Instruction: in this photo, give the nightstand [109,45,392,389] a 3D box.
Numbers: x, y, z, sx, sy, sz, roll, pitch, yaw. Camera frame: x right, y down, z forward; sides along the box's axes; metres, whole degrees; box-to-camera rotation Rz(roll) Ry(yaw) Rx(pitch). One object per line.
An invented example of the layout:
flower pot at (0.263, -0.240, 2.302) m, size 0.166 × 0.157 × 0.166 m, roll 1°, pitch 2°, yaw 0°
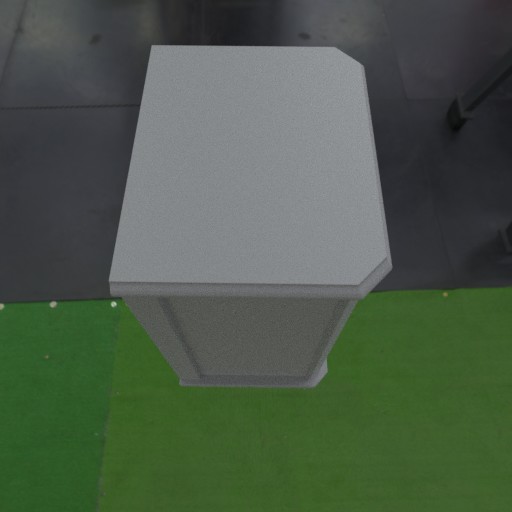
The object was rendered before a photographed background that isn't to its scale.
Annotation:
nightstand at (0.000, 0.000, 0.934) m, size 0.350 × 0.680 × 0.450 m, roll 1°, pitch 63°, yaw 0°
